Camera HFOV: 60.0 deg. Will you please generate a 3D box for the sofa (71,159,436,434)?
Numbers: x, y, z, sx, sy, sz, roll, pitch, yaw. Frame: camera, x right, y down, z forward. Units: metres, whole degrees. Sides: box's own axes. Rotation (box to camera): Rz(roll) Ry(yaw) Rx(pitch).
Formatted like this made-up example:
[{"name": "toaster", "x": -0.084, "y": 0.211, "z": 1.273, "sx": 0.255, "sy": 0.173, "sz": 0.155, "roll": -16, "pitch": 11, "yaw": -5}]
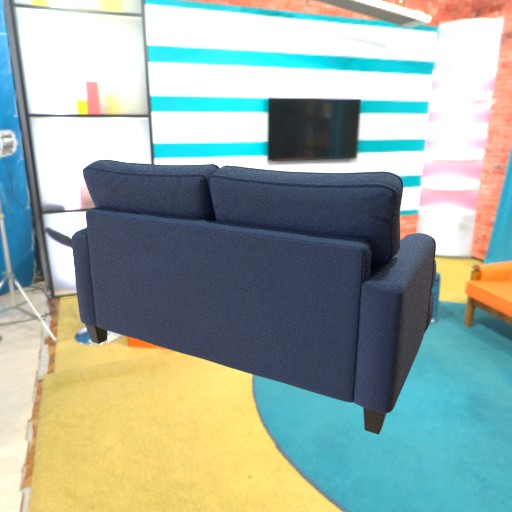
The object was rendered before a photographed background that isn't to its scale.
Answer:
[{"name": "sofa", "x": 0.000, "y": 0.000, "z": 2.258, "sx": 1.651, "sy": 0.965, "sz": 0.965, "roll": 9, "pitch": 18, "yaw": 28}]
